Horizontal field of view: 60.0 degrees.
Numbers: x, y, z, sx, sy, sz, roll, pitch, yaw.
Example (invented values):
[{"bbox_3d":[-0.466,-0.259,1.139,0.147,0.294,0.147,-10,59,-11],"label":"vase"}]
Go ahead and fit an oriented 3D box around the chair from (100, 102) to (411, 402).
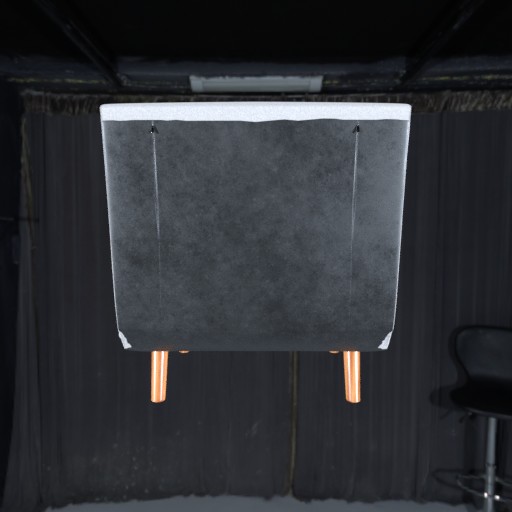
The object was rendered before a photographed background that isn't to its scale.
[{"bbox_3d":[0.000,0.000,1.516,0.770,0.808,0.902,0,2,0],"label":"chair"}]
